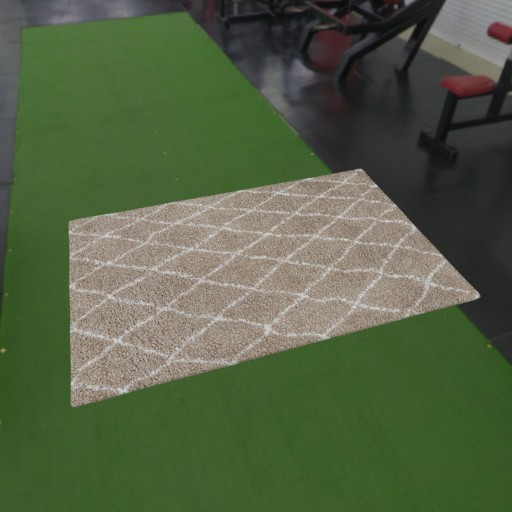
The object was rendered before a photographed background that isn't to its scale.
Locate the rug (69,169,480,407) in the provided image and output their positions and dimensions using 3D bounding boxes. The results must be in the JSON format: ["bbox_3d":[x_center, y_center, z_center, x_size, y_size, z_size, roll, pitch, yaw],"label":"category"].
[{"bbox_3d":[0.000,0.000,3.415,2.743,0.030,1.778,-12,44,-13],"label":"rug"}]
